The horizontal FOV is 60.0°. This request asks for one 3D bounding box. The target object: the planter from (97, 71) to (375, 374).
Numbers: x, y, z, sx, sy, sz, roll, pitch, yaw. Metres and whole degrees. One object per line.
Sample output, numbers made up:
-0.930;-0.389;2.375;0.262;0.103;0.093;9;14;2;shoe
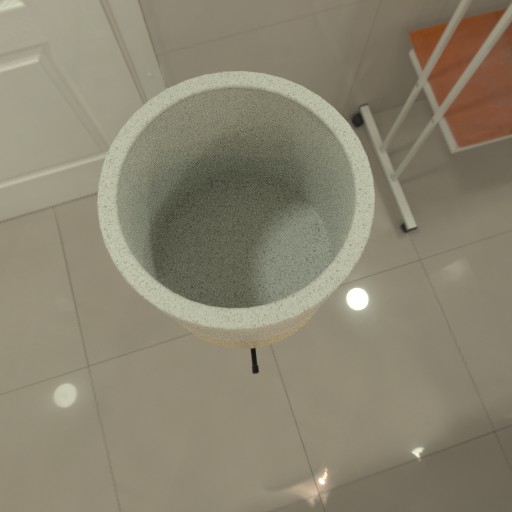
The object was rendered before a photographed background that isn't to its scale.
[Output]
0.000;0.000;0.545;0.263;0.362;0.267;-17;76;-5;planter
